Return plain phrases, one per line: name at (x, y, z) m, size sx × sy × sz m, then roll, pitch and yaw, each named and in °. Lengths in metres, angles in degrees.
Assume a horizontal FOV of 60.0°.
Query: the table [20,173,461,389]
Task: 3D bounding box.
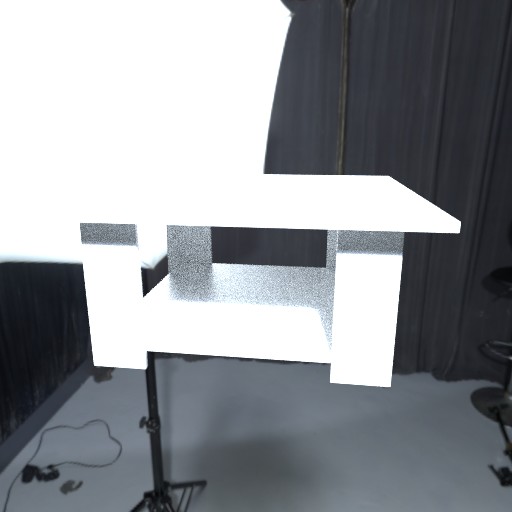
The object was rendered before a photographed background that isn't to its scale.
table at (0.000, 0.000, 1.026) m, size 0.670 × 0.305 × 0.670 m, roll 2°, pitch 16°, yaw 7°
